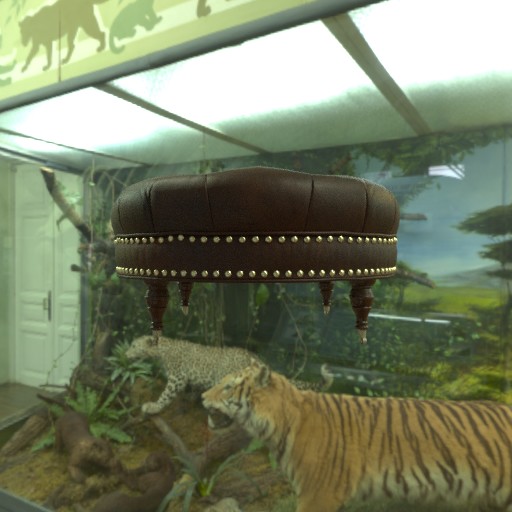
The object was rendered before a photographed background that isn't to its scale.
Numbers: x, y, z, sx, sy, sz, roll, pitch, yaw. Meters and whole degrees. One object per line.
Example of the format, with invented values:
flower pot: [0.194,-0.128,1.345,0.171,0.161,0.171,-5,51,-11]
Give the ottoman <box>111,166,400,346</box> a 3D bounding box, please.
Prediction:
ottoman: [0.000,0.000,1.408,0.901,0.455,0.901,0,0,0]
